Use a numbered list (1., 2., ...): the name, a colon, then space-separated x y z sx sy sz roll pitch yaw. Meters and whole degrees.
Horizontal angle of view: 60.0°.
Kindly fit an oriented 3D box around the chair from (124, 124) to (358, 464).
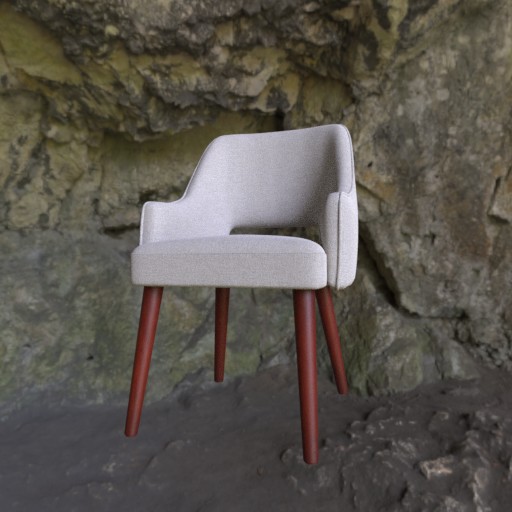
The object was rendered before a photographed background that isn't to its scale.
1. chair: 0.000 0.000 1.230 0.560 0.840 0.580 0 -1 19
